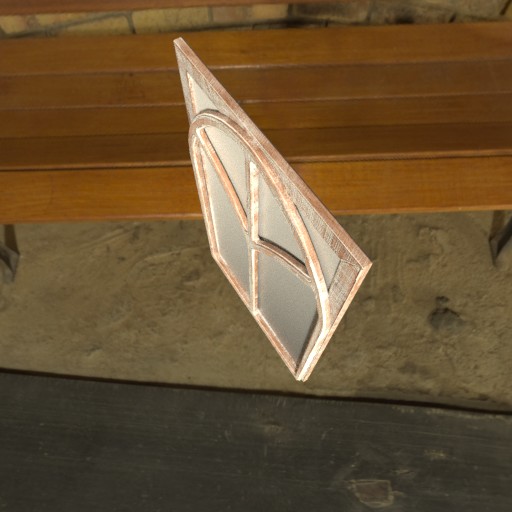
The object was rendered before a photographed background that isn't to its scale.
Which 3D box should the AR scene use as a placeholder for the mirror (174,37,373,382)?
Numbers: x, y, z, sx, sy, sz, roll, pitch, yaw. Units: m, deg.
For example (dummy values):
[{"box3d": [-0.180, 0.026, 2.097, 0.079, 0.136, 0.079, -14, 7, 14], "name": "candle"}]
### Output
[{"box3d": [0.000, 0.000, 0.995, 0.058, 0.787, 0.495, -31, 68, -14], "name": "mirror"}]
